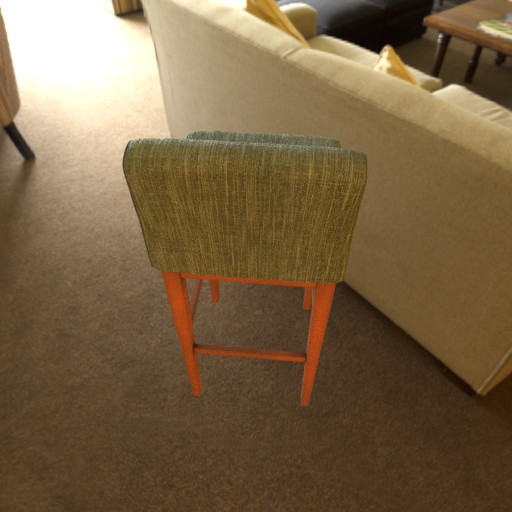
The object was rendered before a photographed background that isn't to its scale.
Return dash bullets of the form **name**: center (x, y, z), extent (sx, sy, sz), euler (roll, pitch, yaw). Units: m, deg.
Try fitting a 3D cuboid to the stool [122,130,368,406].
- **stool**: center (0.000, 0.000, 1.247), extent (0.426, 0.965, 0.499), euler (4, 47, 4)
